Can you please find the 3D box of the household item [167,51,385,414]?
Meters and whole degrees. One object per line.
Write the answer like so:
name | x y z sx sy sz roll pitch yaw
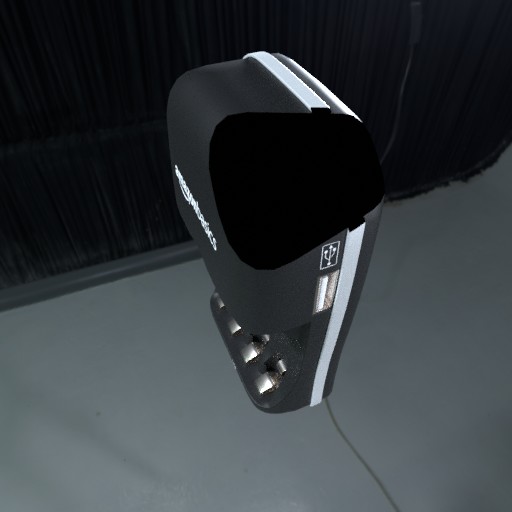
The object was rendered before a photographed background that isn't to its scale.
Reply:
household item | 0.000 0.000 0.147 0.038 0.114 0.070 -17 49 -16
